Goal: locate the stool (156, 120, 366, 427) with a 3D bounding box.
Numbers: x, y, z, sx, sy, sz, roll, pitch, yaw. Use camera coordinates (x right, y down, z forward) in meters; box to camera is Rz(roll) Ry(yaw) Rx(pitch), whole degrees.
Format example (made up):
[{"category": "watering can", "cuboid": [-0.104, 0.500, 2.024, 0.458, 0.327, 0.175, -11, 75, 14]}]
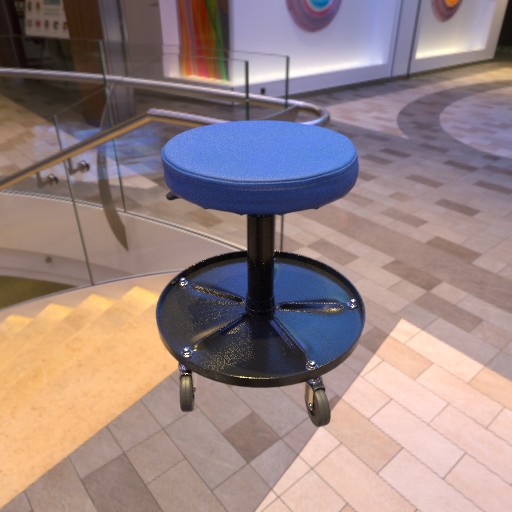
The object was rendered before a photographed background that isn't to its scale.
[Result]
[{"category": "stool", "cuboid": [0.000, 0.000, 0.708, 0.382, 0.365, 0.381, 2, 31, 3]}]
